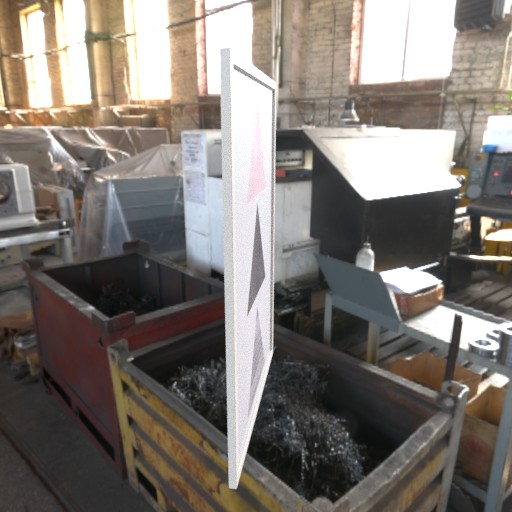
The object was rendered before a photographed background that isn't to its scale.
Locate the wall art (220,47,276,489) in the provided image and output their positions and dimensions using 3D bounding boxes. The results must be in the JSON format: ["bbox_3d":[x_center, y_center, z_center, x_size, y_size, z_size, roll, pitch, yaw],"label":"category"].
[{"bbox_3d":[0.000,0.000,0.843,0.013,0.656,0.456,3,17,9],"label":"wall art"}]
